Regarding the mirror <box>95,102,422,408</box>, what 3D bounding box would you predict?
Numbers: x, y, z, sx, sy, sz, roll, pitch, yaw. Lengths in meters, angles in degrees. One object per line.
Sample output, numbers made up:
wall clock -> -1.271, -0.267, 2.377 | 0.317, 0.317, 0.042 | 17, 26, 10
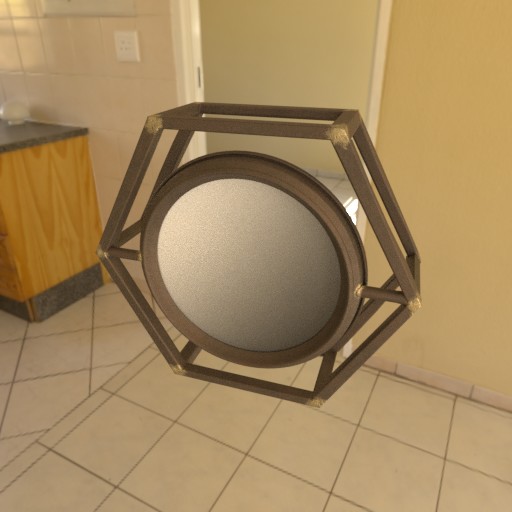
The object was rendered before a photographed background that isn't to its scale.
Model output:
mirror -> 0.000, 0.000, 0.538 | 0.380, 0.334, 0.119 | 8, 28, 16
